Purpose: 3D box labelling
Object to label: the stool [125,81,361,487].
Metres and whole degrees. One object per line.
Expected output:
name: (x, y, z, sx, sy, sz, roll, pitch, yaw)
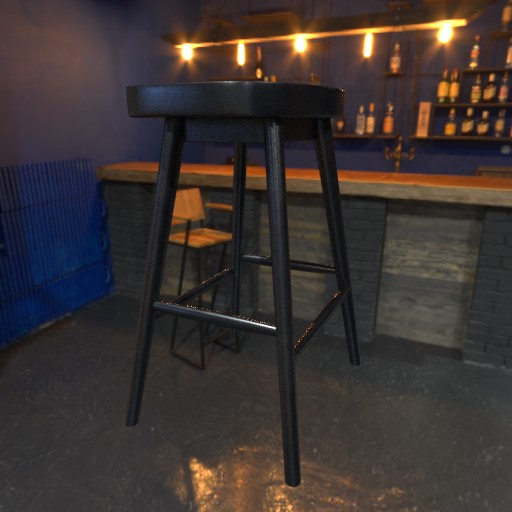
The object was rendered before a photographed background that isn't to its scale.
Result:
stool: (0.000, 0.000, 0.880, 0.361, 0.615, 0.440, 8, 18, 25)
